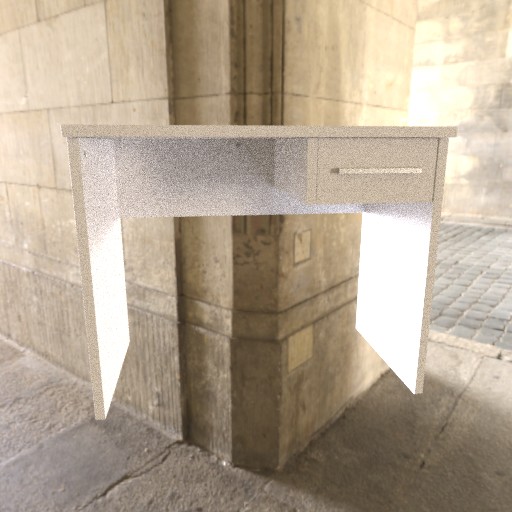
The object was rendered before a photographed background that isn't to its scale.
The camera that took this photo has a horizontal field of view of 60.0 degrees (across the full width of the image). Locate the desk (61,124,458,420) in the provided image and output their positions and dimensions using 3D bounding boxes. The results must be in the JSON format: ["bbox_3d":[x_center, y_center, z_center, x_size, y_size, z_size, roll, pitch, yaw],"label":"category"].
[{"bbox_3d":[0.000,0.000,1.322,0.900,0.729,0.498,-2,15,-8],"label":"desk"}]
